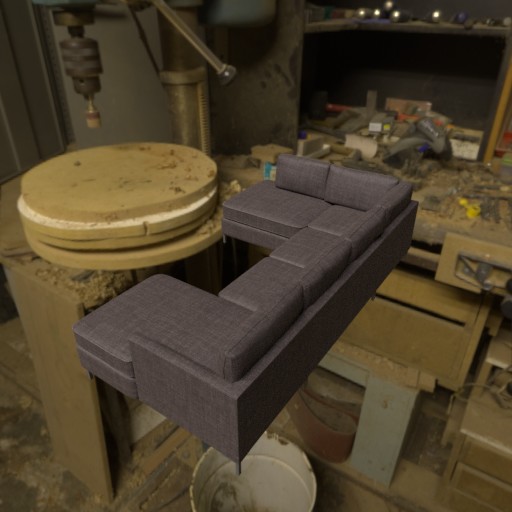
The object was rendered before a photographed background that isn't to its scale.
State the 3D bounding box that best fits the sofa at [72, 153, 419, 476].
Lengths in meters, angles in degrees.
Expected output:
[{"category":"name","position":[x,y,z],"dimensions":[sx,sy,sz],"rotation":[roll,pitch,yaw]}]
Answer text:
[{"category":"sofa","position":[0.000,0.000,4.285],"dimensions":[2.048,0.999,3.423],"rotation":[19,36,29]}]
